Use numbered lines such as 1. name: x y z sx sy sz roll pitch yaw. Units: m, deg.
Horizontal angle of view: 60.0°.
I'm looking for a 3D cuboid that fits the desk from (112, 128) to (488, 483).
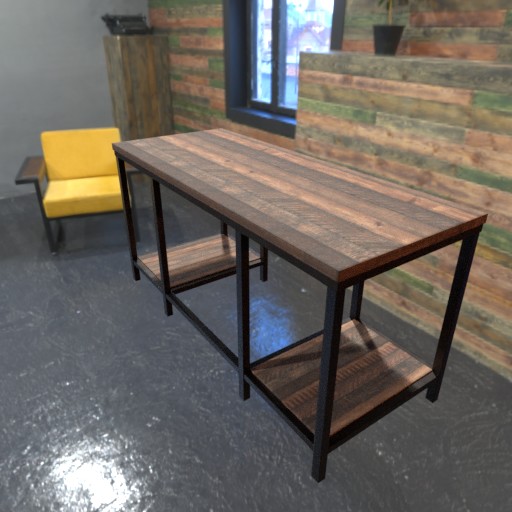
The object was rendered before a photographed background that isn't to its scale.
1. desk: 0.000 0.000 1.900 0.617 0.753 1.538 -18 32 -31
